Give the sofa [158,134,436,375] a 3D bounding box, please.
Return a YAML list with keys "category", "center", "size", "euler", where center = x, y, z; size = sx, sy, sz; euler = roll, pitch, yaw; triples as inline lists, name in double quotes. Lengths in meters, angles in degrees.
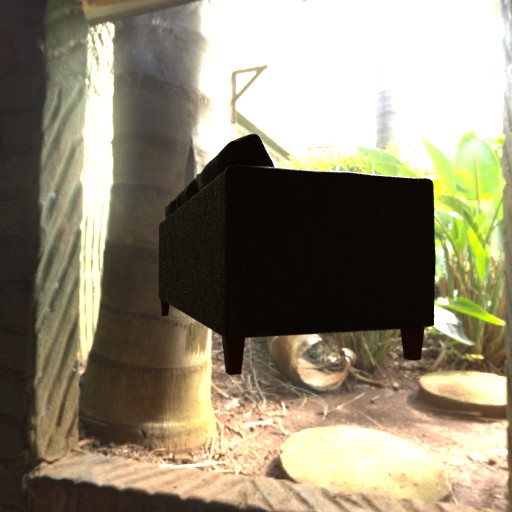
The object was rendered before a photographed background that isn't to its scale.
- category: "sofa"
  center: [0.000, 0.000, 3.010]
  size: [1.045, 1.006, 2.464]
  euler: [0, -2, -19]
